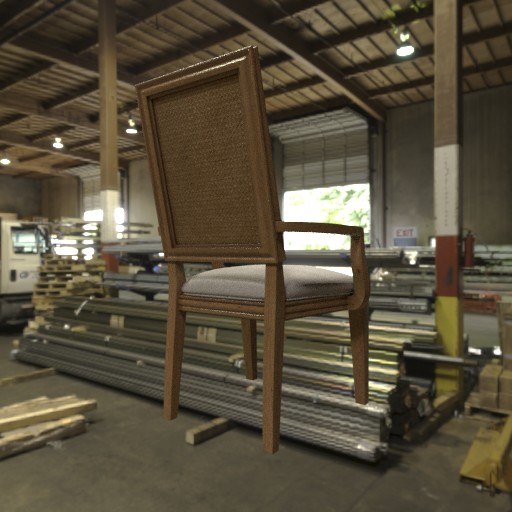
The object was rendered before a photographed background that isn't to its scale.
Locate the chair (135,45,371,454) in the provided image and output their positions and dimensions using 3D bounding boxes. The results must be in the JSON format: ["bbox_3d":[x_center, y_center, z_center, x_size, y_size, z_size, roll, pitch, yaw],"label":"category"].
[{"bbox_3d":[0.000,0.000,1.389,0.606,0.990,0.602,1,1,36],"label":"chair"}]
